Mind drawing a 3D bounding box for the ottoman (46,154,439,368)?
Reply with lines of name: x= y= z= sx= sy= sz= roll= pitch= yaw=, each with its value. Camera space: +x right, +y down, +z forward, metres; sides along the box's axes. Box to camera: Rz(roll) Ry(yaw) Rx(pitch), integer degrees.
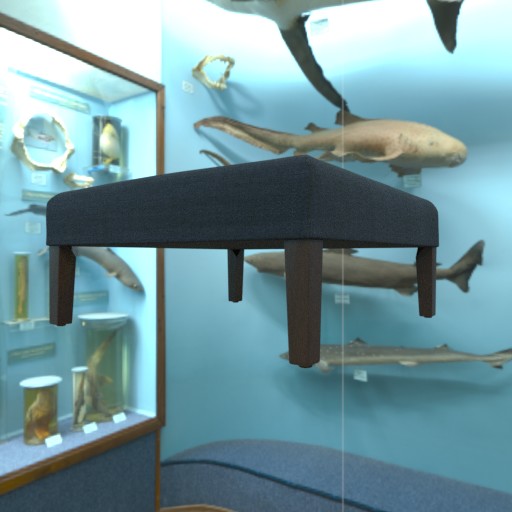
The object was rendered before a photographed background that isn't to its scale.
ottoman: x=0.000 y=0.000 z=1.394 sx=0.890 sy=0.411 sz=0.889 roll=0 pitch=0 yaw=36
